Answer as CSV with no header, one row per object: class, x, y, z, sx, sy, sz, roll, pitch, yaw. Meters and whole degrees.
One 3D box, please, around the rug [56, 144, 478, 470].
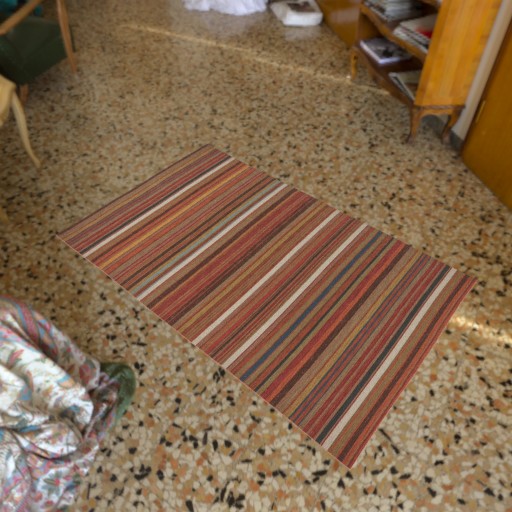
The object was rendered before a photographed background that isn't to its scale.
rug,0.000,0.000,2.987,2.438,0.008,1.523,32,54,27
